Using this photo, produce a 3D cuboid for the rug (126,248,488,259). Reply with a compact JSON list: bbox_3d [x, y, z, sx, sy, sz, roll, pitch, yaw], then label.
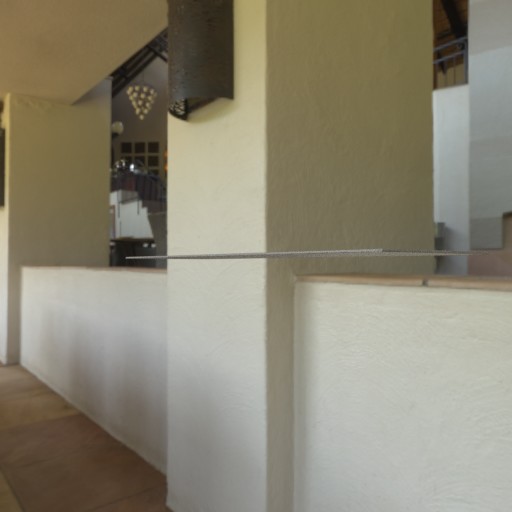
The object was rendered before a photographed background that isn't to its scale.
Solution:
[{"bbox_3d":[0.000,0.000,2.023,0.553,0.012,1.827,1,-1,-36],"label":"rug"}]
